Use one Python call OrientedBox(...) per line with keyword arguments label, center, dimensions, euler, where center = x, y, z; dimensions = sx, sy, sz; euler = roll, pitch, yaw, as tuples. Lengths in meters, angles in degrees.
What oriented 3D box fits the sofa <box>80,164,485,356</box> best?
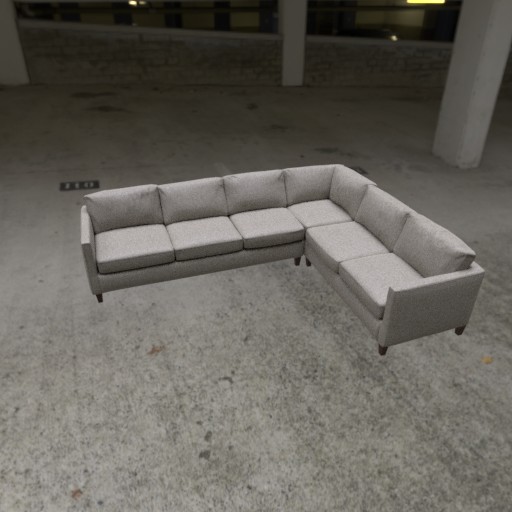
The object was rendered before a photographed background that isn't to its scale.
OrientedBox(label="sofa", center=(0.000, 0.000, 4.461), dimensions=(3.302, 0.947, 2.593), euler=(-10, 32, -16))
